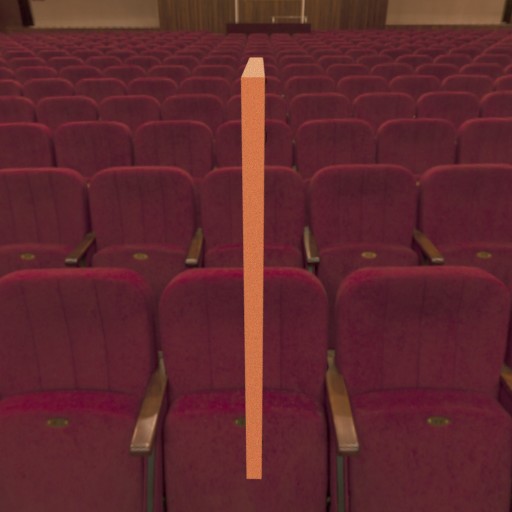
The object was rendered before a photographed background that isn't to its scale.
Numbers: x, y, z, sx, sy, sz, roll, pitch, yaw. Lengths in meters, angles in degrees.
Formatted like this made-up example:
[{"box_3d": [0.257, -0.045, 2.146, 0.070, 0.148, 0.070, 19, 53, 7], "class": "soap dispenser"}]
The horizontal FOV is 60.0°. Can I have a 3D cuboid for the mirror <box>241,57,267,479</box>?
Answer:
[{"box_3d": [0.000, 0.000, 1.151, 0.041, 0.915, 0.609, 0, 27, 0], "class": "mirror"}]
